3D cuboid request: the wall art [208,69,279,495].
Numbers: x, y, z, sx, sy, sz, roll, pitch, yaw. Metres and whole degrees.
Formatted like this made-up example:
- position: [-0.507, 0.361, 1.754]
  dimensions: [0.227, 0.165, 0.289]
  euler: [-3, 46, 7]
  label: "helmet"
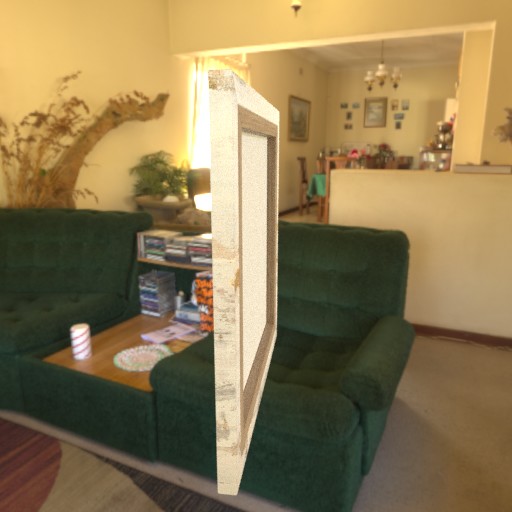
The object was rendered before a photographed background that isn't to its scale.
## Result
- position: [0.000, 0.000, 1.117]
  dimensions: [0.038, 0.755, 0.753]
  euler: [2, 14, 8]
  label: "wall art"
